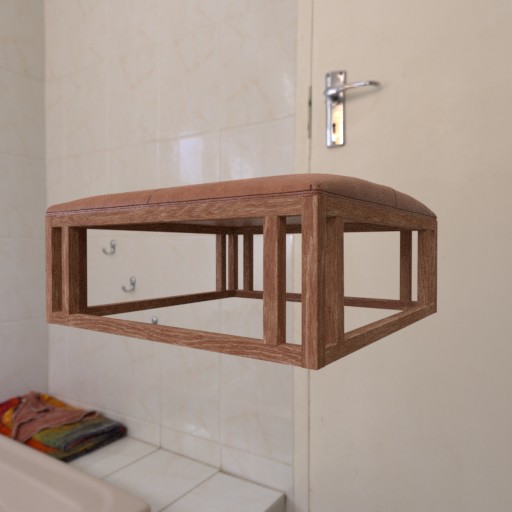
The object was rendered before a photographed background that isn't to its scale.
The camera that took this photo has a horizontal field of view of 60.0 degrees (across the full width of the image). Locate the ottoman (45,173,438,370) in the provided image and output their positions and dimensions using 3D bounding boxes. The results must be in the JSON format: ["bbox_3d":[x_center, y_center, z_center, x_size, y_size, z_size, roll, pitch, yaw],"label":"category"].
[{"bbox_3d":[0.000,0.000,1.598,1.016,0.442,1.013,1,1,35],"label":"ottoman"}]
